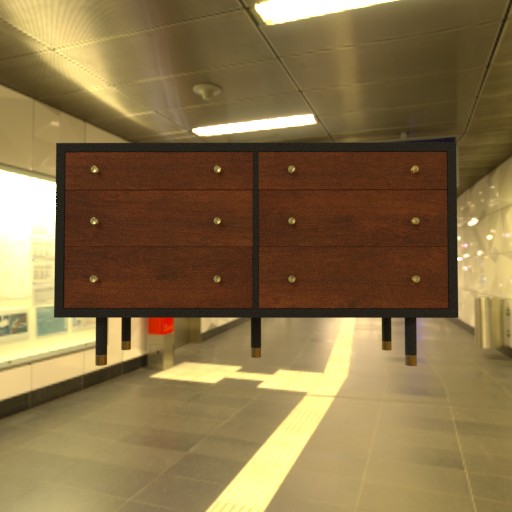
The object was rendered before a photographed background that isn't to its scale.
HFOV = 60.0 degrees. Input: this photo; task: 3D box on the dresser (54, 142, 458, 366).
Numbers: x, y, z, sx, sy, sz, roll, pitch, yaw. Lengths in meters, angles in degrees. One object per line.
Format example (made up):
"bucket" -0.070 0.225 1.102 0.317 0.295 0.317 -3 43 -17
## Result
"dresser" 0.000 0.000 1.922 1.558 0.872 0.463 0 -2 0
